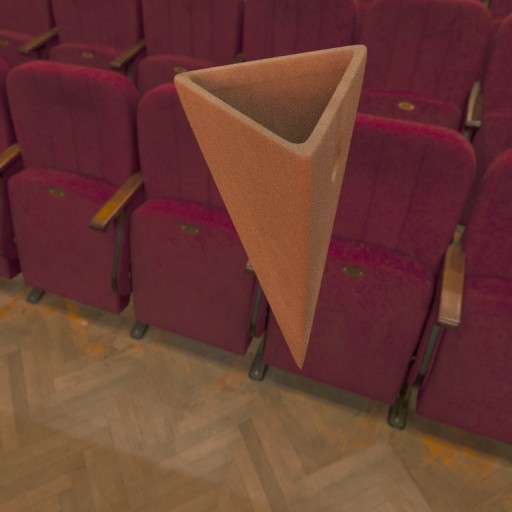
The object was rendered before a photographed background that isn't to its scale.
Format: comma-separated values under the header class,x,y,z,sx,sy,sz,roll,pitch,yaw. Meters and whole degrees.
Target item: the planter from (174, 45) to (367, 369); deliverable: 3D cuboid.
class,x,y,z,sx,sy,sz,roll,pitch,yaw
planter,0.000,0.000,0.271,0.081,0.224,0.101,15,49,14
